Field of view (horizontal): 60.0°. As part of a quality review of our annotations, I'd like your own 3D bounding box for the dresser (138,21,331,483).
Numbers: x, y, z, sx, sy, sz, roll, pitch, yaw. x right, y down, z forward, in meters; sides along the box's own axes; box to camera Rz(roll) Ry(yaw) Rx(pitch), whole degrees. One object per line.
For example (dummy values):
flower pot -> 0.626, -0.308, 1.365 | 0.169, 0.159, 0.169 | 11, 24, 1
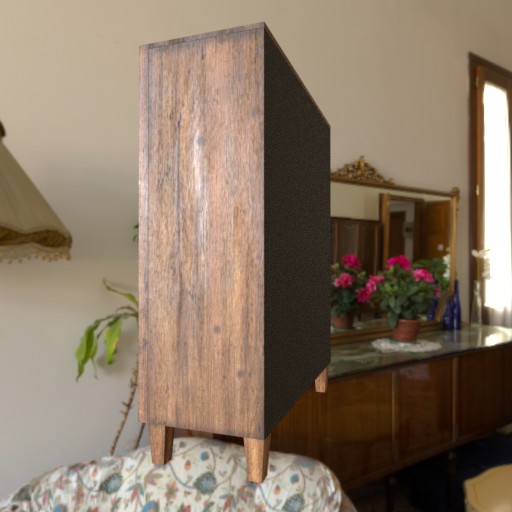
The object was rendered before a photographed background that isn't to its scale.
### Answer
dresser -> 0.000, 0.000, 1.864 | 0.438, 1.359, 1.067 | 0, -1, 20
